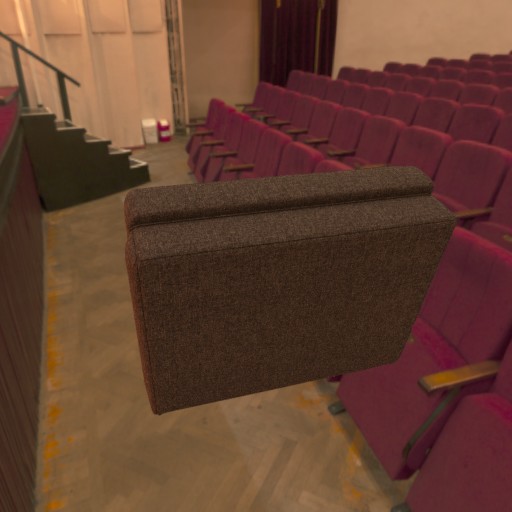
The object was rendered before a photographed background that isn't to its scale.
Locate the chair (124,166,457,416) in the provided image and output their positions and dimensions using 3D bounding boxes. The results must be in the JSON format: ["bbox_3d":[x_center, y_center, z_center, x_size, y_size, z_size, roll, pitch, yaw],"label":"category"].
[{"bbox_3d":[0.000,0.000,1.342,0.740,0.615,0.800,-8,28,-15],"label":"chair"}]
